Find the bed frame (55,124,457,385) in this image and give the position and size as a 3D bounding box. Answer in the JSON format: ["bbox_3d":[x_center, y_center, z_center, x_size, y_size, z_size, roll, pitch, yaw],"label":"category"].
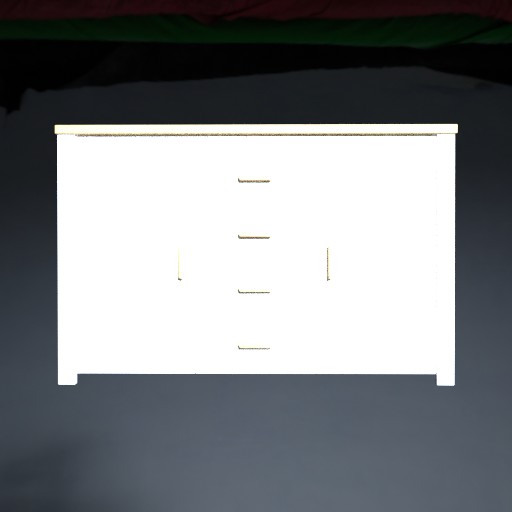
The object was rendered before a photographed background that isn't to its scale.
[{"bbox_3d":[0.000,0.000,1.647,1.300,0.850,0.430,0,0,0],"label":"bed frame"}]
